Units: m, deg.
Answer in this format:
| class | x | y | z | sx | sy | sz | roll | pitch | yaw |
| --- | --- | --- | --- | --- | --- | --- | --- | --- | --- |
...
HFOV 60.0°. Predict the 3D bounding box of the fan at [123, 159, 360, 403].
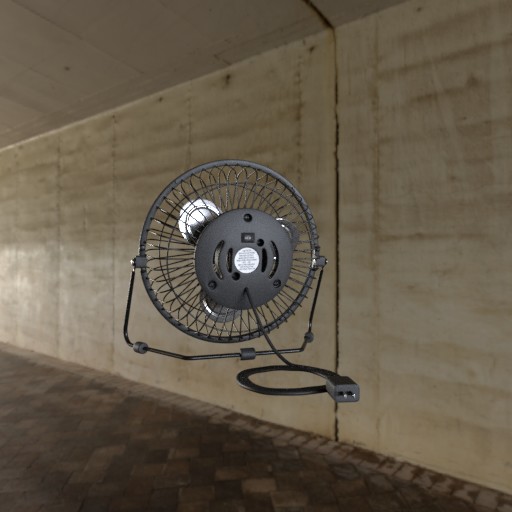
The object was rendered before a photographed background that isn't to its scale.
| class | x | y | z | sx | sy | sz | roll | pitch | yaw |
| --- | --- | --- | --- | --- | --- | --- | --- | --- | --- |
| fan | 0.000 | 0.000 | 0.376 | 0.209 | 0.188 | 0.227 | 0 | 0 | -18 |
